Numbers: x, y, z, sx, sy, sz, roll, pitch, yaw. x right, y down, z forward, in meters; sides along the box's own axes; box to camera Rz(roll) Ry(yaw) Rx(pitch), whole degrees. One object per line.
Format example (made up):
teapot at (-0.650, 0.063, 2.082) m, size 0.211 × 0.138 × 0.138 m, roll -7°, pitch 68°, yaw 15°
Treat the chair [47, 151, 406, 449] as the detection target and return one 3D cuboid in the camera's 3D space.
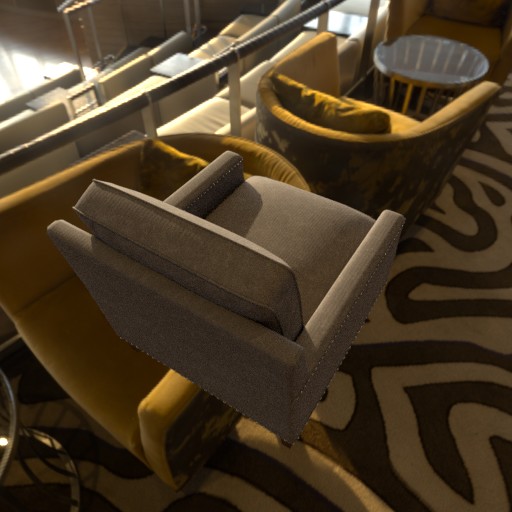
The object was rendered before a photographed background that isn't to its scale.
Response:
chair at (0.000, 0.000, 1.684) m, size 0.853 × 0.948 × 1.014 m, roll 25°, pitch 51°, yaw 22°
